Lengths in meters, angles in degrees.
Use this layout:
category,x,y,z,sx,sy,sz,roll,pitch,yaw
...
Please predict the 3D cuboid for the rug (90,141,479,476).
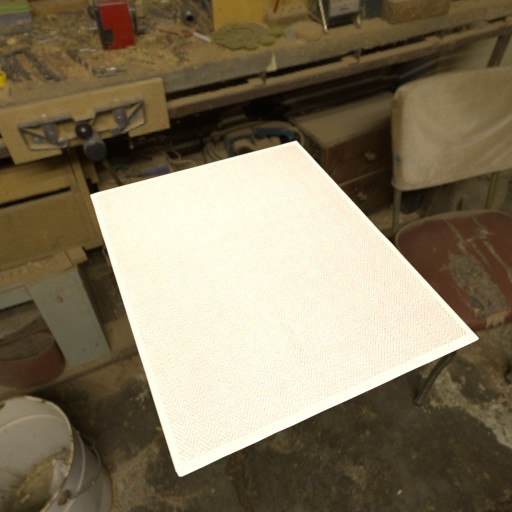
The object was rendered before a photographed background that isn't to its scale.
category,x,y,z,sx,sy,sz,roll,pitch,yaw
rug,0.000,0.000,4.010,2.423,0.019,3.009,-18,50,-16
